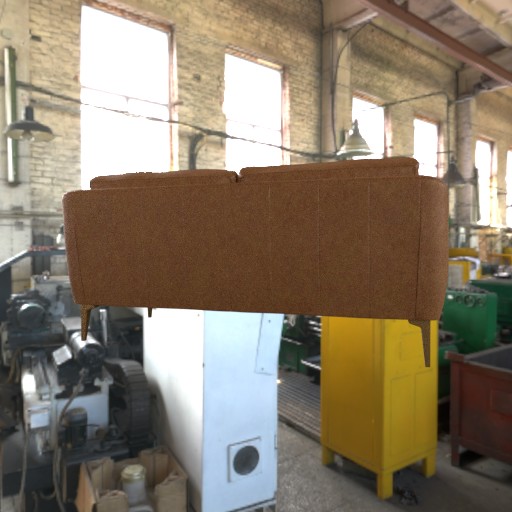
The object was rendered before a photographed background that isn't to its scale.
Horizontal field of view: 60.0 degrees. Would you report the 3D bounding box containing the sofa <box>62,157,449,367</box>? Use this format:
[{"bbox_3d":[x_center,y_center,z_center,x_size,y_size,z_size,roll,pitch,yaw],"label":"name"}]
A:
[{"bbox_3d":[0.000,0.000,2.561,2.036,0.945,0.981,0,2,17],"label":"sofa"}]
